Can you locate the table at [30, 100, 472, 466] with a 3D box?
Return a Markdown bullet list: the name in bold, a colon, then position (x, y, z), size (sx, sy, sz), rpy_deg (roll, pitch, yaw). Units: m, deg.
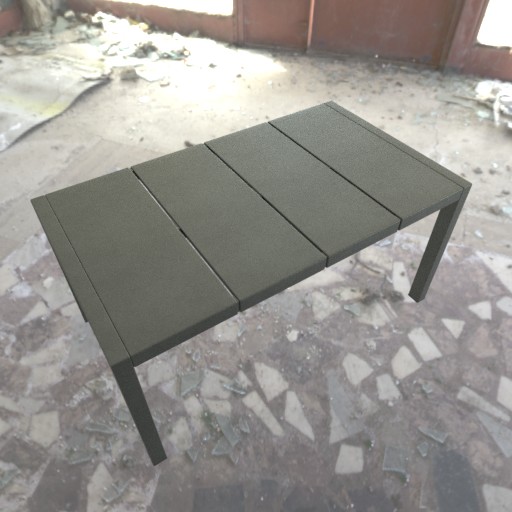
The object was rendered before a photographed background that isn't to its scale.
- **table**: position (0.000, 0.000, 1.274), size (0.965, 0.460, 0.559), rpy_deg (-25, 50, -23)
